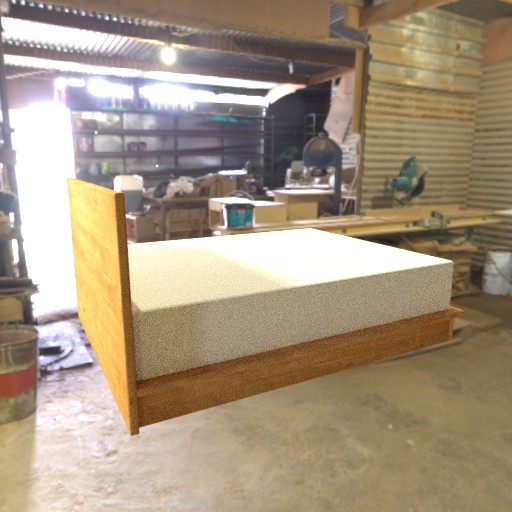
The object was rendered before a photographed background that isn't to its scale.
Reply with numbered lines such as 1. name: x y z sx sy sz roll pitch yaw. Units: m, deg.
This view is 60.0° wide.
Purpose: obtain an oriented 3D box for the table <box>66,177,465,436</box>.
1. table: 0.000 0.000 3.029 2.149 1.041 1.707 -7 14 -28
